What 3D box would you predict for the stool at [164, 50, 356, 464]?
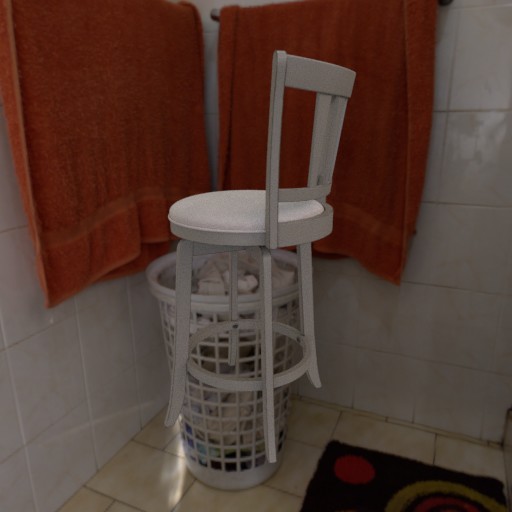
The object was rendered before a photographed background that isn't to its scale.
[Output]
[{"bbox_3d":[0.000,0.000,1.257,0.486,0.994,0.450,8,18,25],"label":"stool"}]
